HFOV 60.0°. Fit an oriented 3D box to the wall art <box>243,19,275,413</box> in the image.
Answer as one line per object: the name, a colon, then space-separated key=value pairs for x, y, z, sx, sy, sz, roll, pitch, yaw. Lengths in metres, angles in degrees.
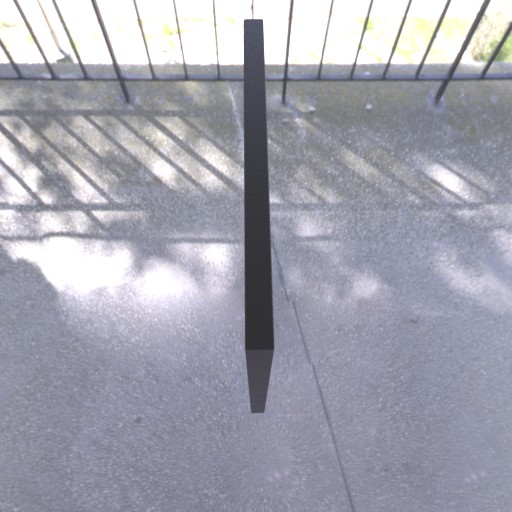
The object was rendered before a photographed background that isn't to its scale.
wall art: x=0.000 y=0.000 z=0.754 sx=0.028 sy=0.551 sz=0.451 roll=-1 pitch=65 yaw=0
